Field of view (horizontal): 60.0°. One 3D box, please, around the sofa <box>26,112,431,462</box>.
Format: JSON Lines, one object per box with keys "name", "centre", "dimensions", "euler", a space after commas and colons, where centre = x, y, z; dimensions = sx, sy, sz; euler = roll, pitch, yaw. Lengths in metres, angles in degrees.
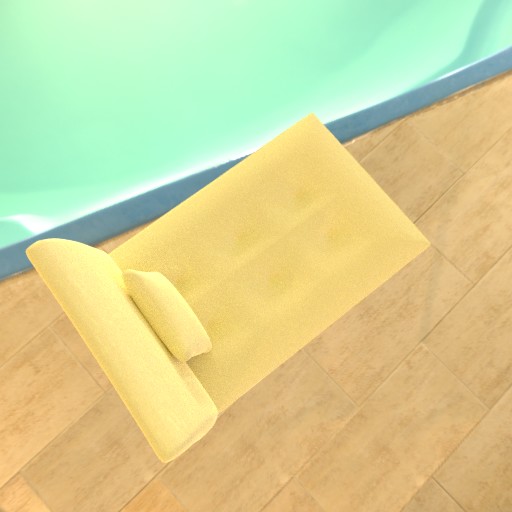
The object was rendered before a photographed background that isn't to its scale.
{"name": "sofa", "centre": [0.000, 0.000, 1.983], "dimensions": [1.450, 0.820, 0.930], "euler": [-37, 78, -9]}
